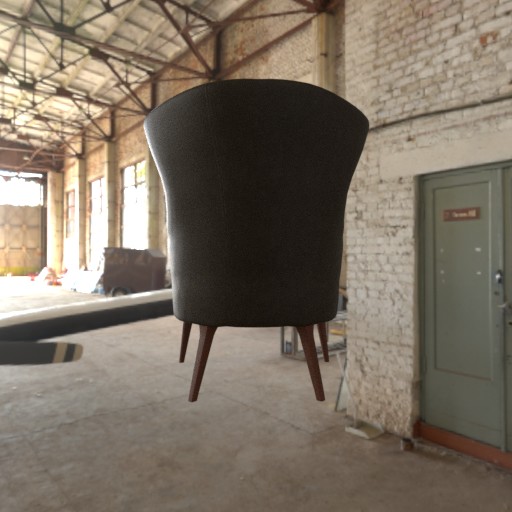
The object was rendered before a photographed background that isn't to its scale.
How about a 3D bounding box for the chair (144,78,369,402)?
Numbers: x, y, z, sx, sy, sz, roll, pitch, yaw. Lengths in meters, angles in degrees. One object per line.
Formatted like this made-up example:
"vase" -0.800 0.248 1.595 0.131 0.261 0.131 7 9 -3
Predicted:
"chair" 0.000 0.000 1.799 0.819 1.068 0.954 0 0 -1
